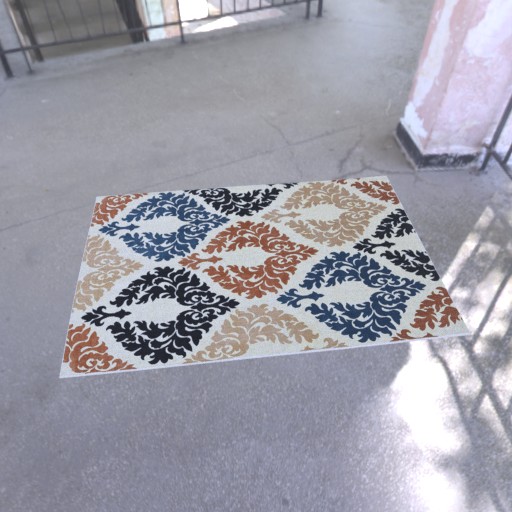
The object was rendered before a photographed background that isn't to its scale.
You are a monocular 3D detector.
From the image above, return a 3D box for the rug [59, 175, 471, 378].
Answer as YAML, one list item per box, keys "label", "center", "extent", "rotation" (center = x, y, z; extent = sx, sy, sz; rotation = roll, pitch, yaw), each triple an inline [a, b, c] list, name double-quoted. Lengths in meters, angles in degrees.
- label: "rug"
  center: [0.000, 0.000, 2.931]
  extent: [2.275, 0.014, 1.514]
  rotation: [-5, 47, -5]
